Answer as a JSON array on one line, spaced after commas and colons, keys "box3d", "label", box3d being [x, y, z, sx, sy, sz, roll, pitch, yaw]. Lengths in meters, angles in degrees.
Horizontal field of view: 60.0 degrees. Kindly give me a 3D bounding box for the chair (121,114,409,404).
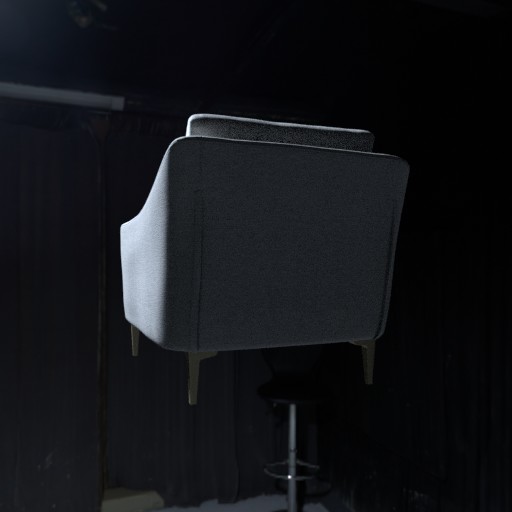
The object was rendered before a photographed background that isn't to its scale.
[{"box3d": [0.000, 0.000, 1.753, 0.986, 0.902, 0.961, 0, 0, -20], "label": "chair"}]
